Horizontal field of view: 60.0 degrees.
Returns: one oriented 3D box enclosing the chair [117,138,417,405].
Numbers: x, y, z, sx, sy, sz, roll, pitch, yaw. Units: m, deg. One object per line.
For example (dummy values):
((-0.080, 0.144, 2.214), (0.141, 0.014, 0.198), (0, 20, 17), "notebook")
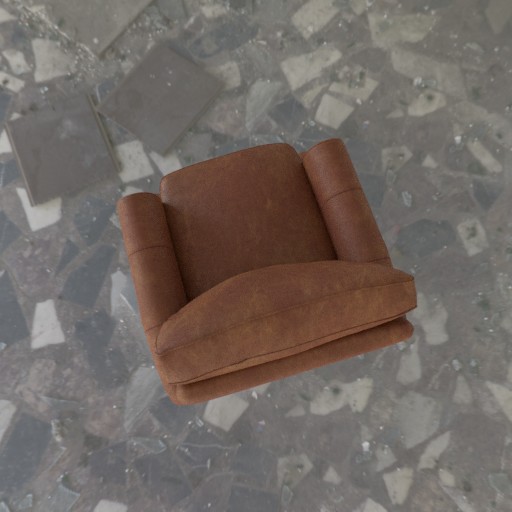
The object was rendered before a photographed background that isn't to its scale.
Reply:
((0.000, 0.000, 1.827), (0.983, 0.962, 0.986), (-16, 77, -4), "chair")
